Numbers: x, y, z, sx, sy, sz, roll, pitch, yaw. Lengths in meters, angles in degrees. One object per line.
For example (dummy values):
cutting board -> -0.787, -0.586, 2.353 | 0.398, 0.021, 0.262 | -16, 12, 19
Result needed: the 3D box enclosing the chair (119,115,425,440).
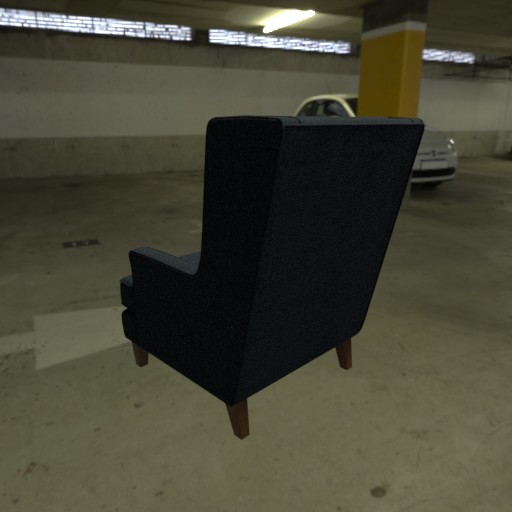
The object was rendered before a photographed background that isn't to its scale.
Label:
chair -> 0.000, 0.000, 1.787 | 0.764, 1.072, 0.947 | -16, 23, -42
